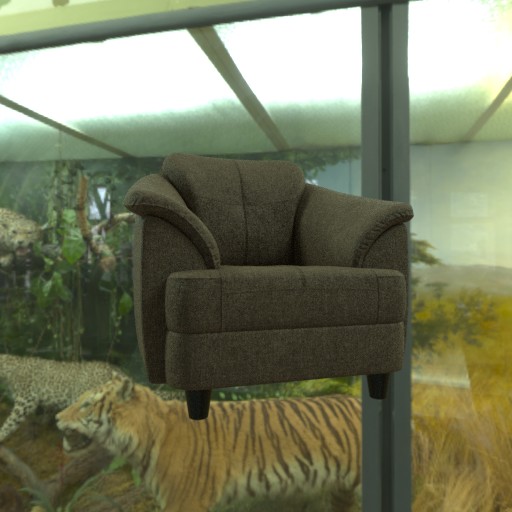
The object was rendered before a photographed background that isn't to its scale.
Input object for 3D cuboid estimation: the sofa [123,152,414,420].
[{"bbox_3d":[0.000,0.000,1.498,0.870,0.811,0.794,0,-1,-18],"label":"sofa"}]
